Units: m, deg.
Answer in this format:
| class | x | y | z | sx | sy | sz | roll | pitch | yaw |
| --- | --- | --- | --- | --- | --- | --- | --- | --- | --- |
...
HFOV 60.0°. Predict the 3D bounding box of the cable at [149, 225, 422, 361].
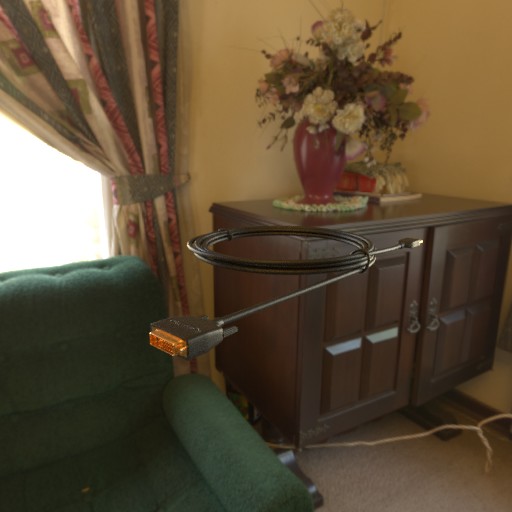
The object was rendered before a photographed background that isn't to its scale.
| class | x | y | z | sx | sy | sz | roll | pitch | yaw |
| --- | --- | --- | --- | --- | --- | --- | --- | --- | --- |
| cable | 0.000 | 0.000 | 0.520 | 0.257 | 0.030 | 0.422 | 12 | 18 | 41 |
